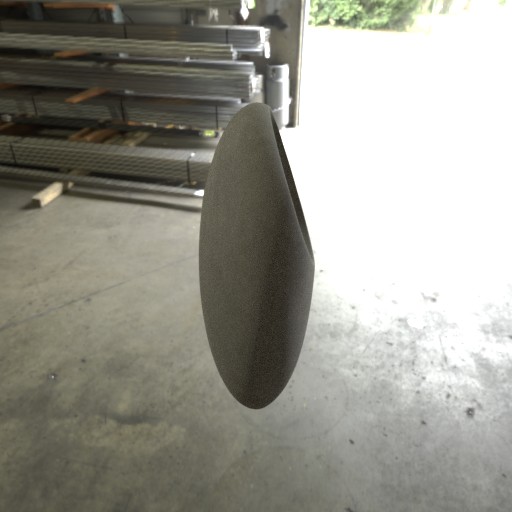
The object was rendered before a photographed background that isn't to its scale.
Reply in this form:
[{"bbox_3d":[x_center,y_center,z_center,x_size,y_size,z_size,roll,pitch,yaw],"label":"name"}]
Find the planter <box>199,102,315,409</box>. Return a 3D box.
[{"bbox_3d":[0.000,0.000,0.288,0.071,0.188,0.185,0,32,0],"label":"planter"}]
